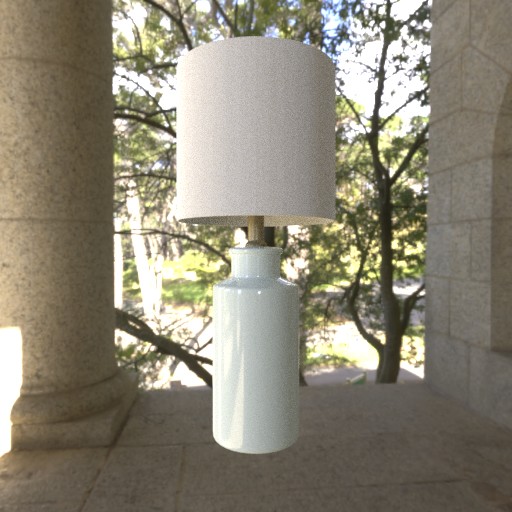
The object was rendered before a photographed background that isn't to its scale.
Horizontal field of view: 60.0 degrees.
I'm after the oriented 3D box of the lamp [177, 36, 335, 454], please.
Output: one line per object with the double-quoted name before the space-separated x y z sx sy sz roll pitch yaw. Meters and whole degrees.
"lamp" 0.000 0.000 0.602 0.212 0.493 0.212 0 0 -36
